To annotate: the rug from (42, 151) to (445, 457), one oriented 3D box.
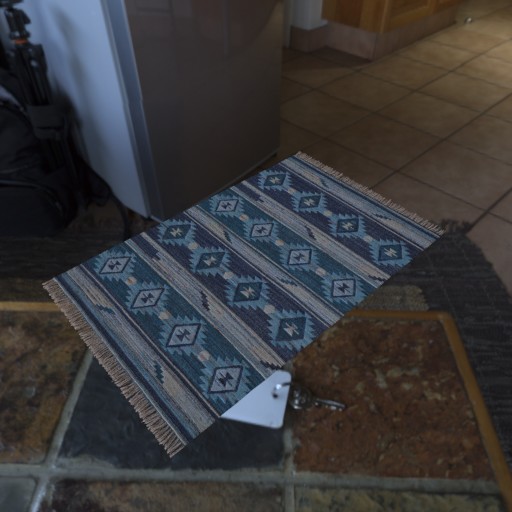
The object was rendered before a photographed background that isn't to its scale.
[{"bbox_3d":[0.000,0.000,2.432,1.936,0.028,1.181,-32,53,-29],"label":"rug"}]
